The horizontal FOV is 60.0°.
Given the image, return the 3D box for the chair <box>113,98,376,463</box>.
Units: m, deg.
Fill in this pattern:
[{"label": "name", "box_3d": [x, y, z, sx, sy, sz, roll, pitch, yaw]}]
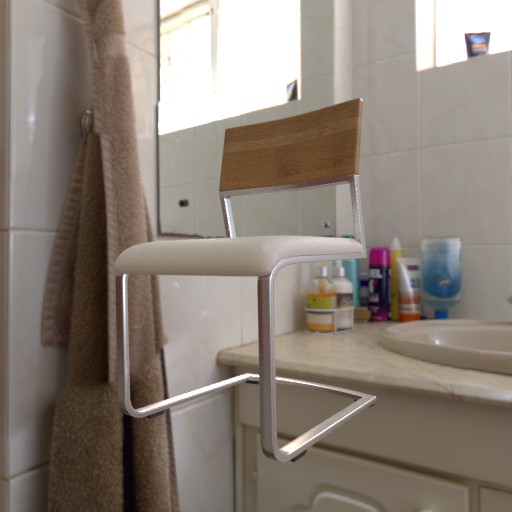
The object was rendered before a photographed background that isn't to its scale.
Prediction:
[{"label": "chair", "box_3d": [0.000, 0.000, 1.182, 0.467, 0.844, 0.585, -1, -1, 36]}]
